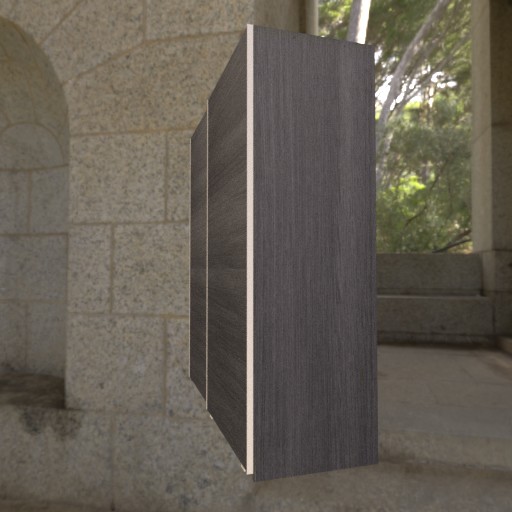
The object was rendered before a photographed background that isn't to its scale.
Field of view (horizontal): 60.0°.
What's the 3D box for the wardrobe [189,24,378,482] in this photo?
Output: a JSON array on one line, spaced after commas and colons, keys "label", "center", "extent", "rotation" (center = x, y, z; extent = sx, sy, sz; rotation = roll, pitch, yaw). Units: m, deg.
[{"label": "wardrobe", "center": [0.000, 0.000, 2.826], "extent": [0.629, 1.960, 1.780], "rotation": [1, -2, -17]}]
